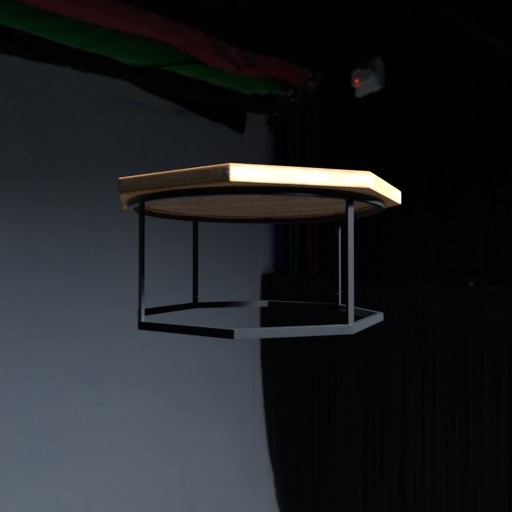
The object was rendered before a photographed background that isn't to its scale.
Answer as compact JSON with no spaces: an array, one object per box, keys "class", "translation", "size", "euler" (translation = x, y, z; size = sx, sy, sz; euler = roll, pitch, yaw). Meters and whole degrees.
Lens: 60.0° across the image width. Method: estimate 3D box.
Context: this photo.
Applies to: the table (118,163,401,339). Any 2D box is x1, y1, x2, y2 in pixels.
[{"class":"table","translation":[0.000,0.000,1.583],"size":[1.002,0.444,1.002],"euler":[0,-1,0]}]
